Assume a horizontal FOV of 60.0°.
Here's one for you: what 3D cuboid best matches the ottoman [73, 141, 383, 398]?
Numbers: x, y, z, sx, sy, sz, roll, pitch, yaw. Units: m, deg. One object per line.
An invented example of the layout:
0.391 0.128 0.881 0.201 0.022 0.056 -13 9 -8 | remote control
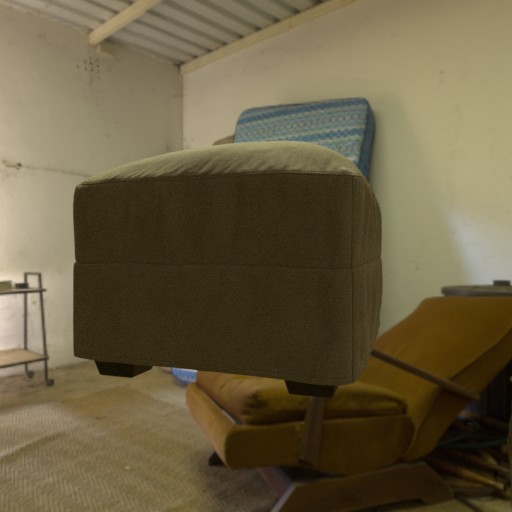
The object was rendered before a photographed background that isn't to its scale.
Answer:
0.000 0.000 1.091 0.584 0.480 0.712 0 0 19 | ottoman
